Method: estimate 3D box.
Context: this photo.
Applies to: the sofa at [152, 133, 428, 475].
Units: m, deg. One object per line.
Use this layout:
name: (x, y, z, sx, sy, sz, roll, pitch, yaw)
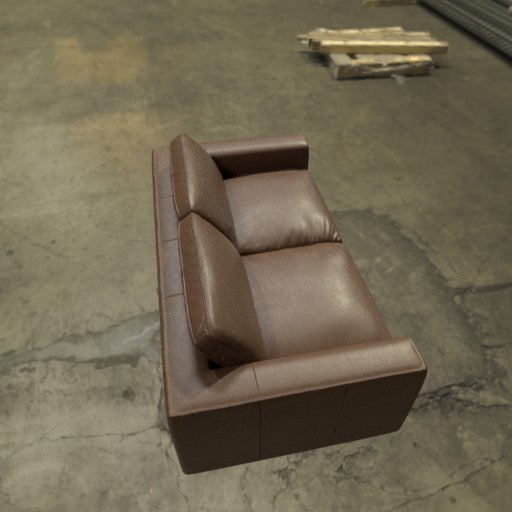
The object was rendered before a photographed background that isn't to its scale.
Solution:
sofa: (0.000, 0.000, 2.463, 1.070, 0.800, 1.920, -8, 45, -8)
